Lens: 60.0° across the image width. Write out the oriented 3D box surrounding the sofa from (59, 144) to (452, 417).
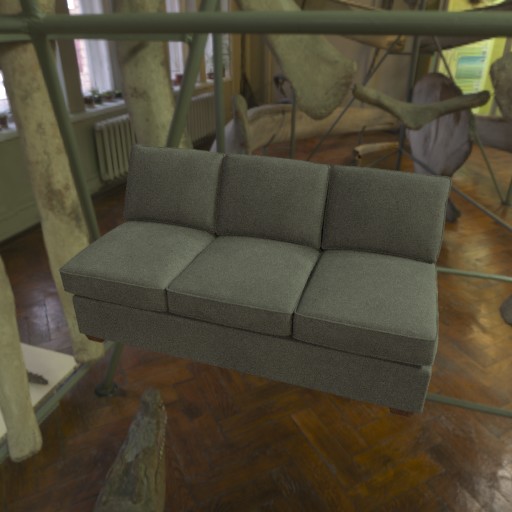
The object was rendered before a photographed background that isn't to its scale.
[{"bbox_3d":[0.000,0.000,2.524,1.962,0.973,1.027,9,29,17],"label":"sofa"}]
